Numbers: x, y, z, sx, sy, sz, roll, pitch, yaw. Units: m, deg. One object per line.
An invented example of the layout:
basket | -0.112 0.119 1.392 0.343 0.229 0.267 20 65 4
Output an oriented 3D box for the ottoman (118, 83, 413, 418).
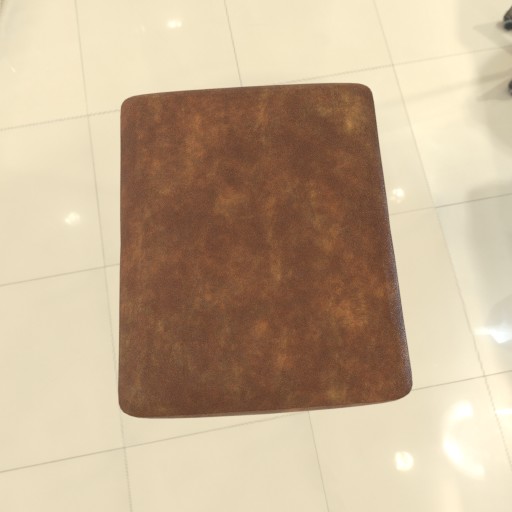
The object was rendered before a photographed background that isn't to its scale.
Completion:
ottoman | 0.000 0.000 1.125 0.603 0.476 0.751 -4 77 -1
